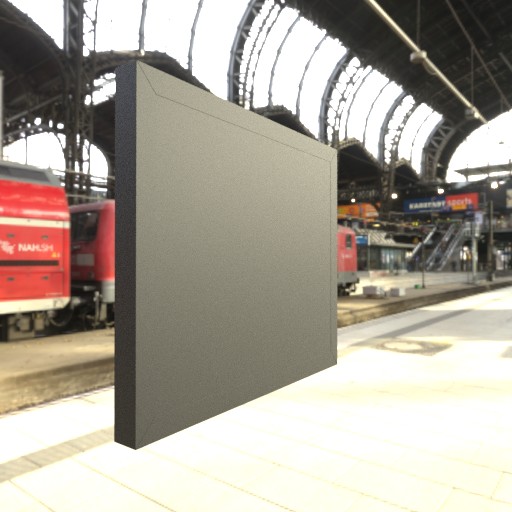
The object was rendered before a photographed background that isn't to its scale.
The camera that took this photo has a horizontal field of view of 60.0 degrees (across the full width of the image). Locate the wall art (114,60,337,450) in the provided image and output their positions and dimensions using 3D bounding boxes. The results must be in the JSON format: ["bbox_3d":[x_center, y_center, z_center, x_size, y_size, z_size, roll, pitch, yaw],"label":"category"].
[{"bbox_3d":[0.000,0.000,0.536,0.029,0.330,0.381,0,-1,36],"label":"wall art"}]
